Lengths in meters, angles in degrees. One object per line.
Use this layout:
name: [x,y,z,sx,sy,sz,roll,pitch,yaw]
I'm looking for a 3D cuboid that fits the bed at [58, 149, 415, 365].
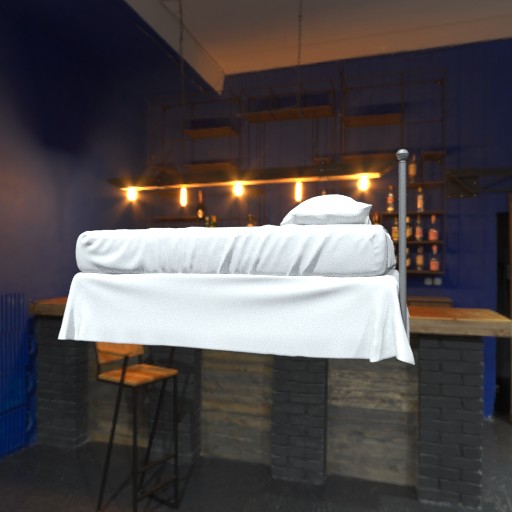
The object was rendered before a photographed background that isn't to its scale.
bed: [0.000,0.000,3.342,2.215,1.080,1.936,0,0,18]
